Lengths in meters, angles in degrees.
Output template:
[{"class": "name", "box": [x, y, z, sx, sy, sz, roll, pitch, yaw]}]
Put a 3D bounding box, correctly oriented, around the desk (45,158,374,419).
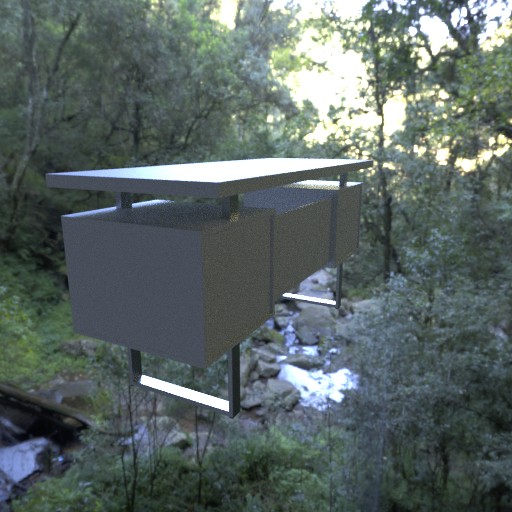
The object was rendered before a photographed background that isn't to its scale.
[{"class": "desk", "box": [0.000, 0.000, 1.921, 0.603, 0.773, 1.530, 7, 16, 27]}]
